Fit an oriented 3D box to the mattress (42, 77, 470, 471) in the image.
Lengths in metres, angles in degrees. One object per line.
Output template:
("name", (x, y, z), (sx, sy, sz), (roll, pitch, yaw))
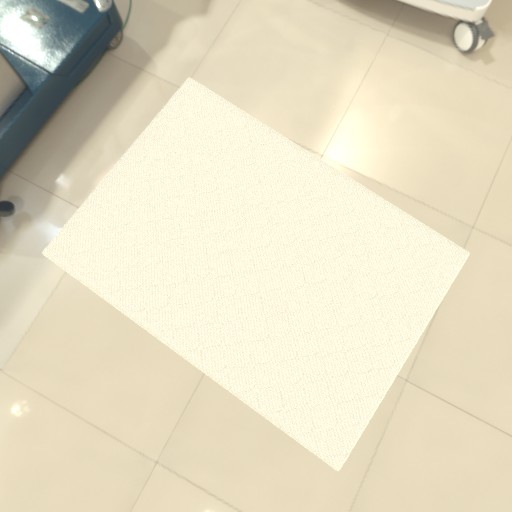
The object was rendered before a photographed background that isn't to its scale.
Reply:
("mattress", (0.000, 0.000, 2.574), (2.000, 0.200, 1.400), (34, 79, 8))
